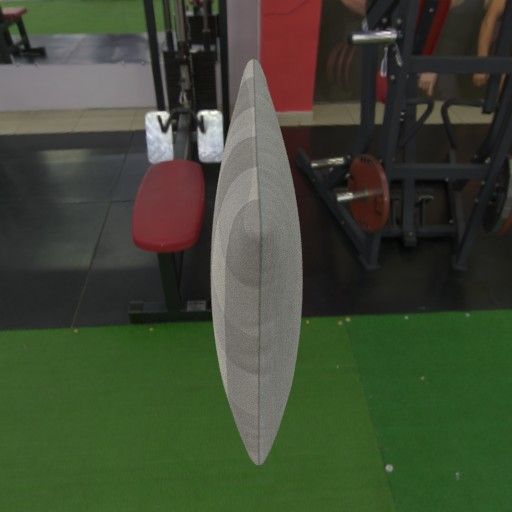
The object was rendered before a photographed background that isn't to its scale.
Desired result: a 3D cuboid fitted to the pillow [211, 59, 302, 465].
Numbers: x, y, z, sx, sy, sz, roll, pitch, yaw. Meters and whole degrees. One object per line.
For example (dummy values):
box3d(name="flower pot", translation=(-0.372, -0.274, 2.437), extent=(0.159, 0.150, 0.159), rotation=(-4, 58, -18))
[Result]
box3d(name="pillow", translation=(0.000, 0.000, 0.779), extent=(0.161, 0.509, 0.511), rotation=(-1, 41, -1))
